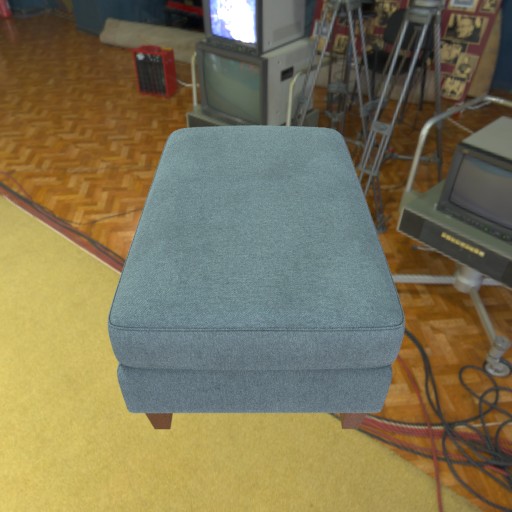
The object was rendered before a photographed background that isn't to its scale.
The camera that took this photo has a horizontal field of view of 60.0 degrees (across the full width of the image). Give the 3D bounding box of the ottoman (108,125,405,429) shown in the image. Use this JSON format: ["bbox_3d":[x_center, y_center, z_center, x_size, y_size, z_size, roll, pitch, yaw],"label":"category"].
[{"bbox_3d":[0.000,0.000,1.245,0.584,0.483,0.864,0,40,0],"label":"ottoman"}]
